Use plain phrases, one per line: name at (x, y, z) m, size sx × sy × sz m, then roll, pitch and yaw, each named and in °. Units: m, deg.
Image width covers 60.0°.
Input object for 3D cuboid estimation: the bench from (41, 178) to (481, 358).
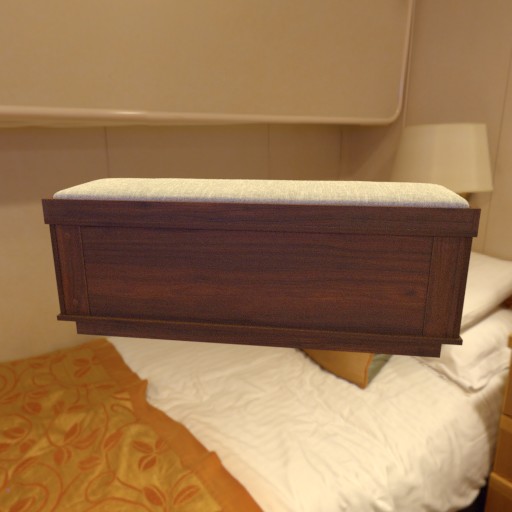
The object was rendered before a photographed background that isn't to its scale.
bench at (0.000, 0.000, 1.424) m, size 1.196 × 0.468 × 0.367 m, roll 2°, pitch 16°, yaw 8°
